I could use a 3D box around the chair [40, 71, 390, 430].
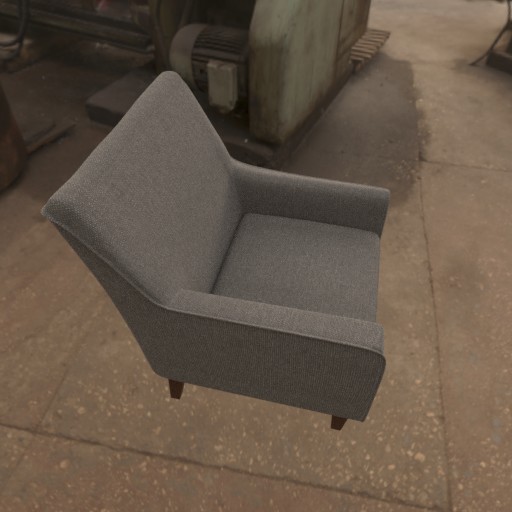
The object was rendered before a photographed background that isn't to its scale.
[{"bbox_3d":[0.000,0.000,1.556,0.899,0.919,0.780,10,47,9],"label":"chair"}]
